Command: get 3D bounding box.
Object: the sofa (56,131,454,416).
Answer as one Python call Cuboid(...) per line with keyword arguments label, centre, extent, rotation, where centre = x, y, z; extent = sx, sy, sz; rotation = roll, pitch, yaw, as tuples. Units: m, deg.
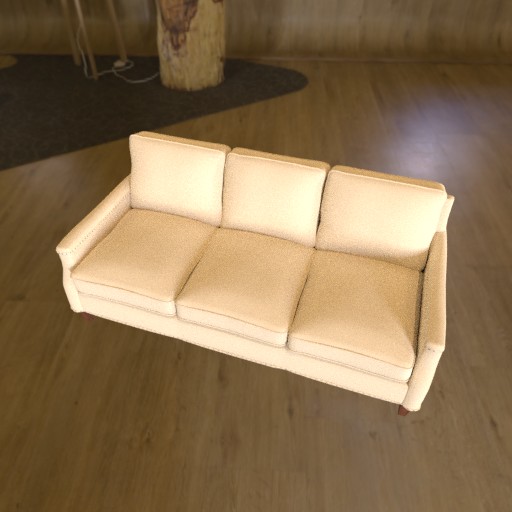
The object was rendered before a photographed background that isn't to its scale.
Cuboid(label="sofa", centre=(0.000, 0.000, 2.794), extent=(2.246, 1.003, 1.084), rotation=(13, 45, 14))
